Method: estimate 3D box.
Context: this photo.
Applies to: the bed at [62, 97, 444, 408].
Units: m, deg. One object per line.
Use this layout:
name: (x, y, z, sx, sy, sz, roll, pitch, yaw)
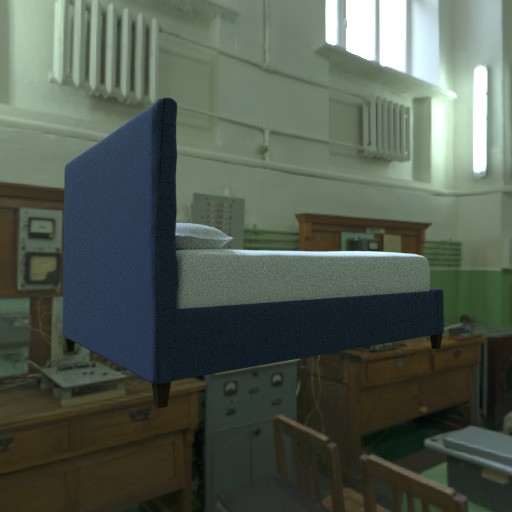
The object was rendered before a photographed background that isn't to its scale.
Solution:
bed: (0.000, 0.000, 3.378, 2.387, 1.427, 1.706, 1, -1, -37)
